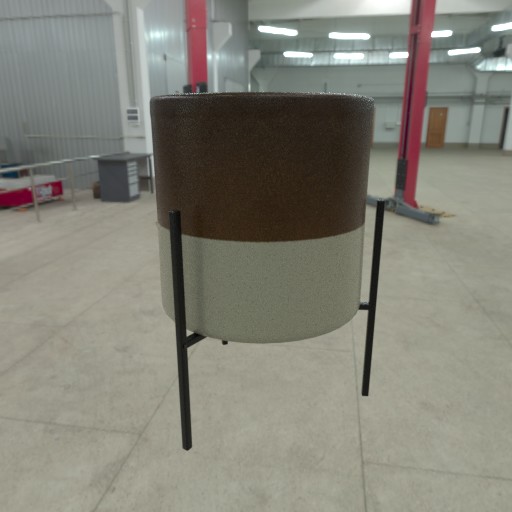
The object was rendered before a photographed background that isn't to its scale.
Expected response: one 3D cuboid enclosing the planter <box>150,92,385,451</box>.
[{"bbox_3d":[0.000,0.000,0.560,0.255,0.375,0.269,-8,19,-24],"label":"planter"}]
